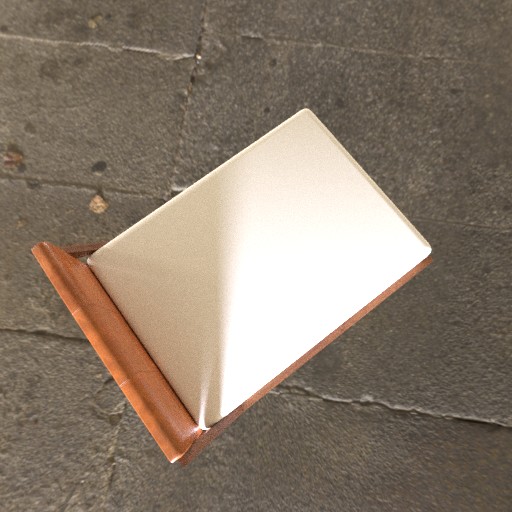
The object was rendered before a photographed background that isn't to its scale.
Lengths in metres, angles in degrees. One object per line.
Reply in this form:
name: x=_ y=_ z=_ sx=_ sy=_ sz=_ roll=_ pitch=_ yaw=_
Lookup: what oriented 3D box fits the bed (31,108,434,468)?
bed: x=0.000 y=0.000 z=3.240 sx=2.311 sy=1.168 sz=1.651 roll=-36 pitch=79 yaw=-9
